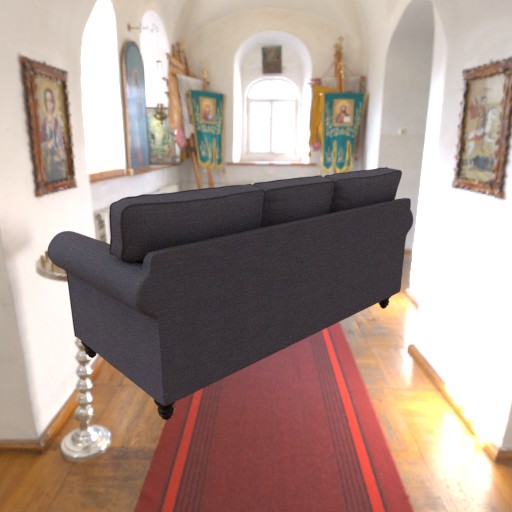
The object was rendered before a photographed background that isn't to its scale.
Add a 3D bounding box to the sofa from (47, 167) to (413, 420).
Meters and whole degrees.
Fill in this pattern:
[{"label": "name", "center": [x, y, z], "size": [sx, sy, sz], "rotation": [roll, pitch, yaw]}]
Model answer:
[{"label": "sofa", "center": [0.000, 0.000, 2.636], "size": [2.084, 0.966, 0.909], "rotation": [-15, 22, -42]}]
